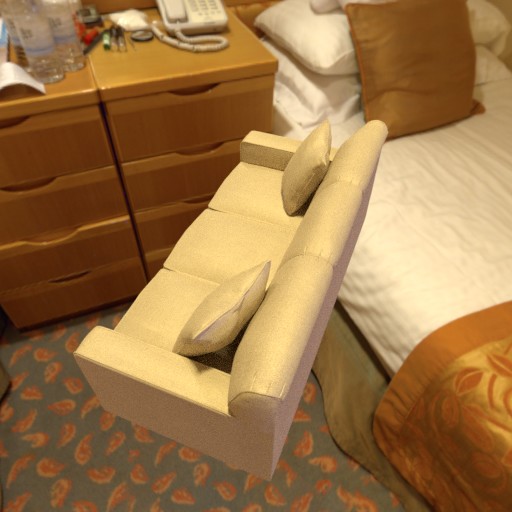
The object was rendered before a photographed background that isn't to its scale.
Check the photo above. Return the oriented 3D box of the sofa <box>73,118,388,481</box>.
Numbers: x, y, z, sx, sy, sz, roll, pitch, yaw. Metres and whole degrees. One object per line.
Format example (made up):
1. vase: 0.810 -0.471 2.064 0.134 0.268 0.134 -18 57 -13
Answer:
1. sofa: 0.000 0.000 2.558 0.997 0.958 2.024 16 48 15
